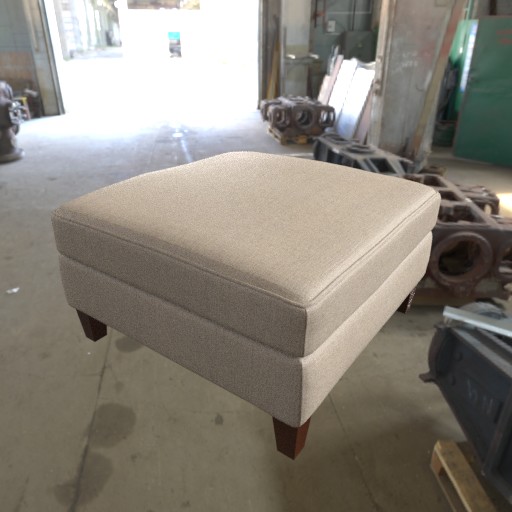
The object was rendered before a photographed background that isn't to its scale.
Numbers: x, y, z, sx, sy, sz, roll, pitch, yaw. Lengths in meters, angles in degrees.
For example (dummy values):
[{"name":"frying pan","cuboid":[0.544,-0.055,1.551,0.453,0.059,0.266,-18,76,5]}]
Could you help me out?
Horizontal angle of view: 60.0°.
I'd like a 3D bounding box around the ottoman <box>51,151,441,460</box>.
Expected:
[{"name":"ottoman","cuboid":[0.000,0.000,1.357,0.838,0.481,0.838,18,31,32]}]
